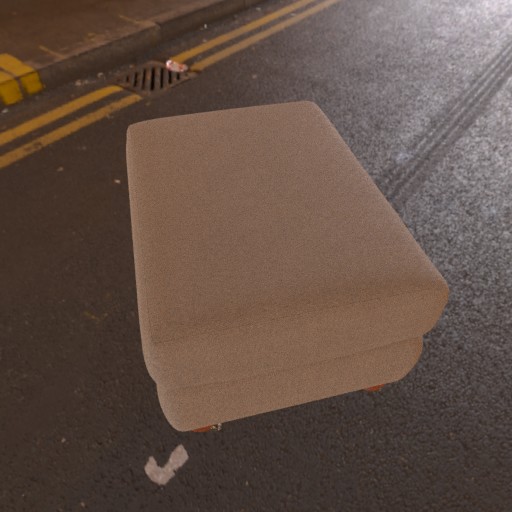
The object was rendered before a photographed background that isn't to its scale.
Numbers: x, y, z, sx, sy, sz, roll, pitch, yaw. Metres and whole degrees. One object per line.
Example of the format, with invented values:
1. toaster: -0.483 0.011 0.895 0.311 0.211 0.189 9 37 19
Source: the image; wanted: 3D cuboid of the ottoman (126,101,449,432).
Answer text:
1. ottoman: 0.000 0.000 1.146 0.569 0.504 0.773 -10 46 -10
